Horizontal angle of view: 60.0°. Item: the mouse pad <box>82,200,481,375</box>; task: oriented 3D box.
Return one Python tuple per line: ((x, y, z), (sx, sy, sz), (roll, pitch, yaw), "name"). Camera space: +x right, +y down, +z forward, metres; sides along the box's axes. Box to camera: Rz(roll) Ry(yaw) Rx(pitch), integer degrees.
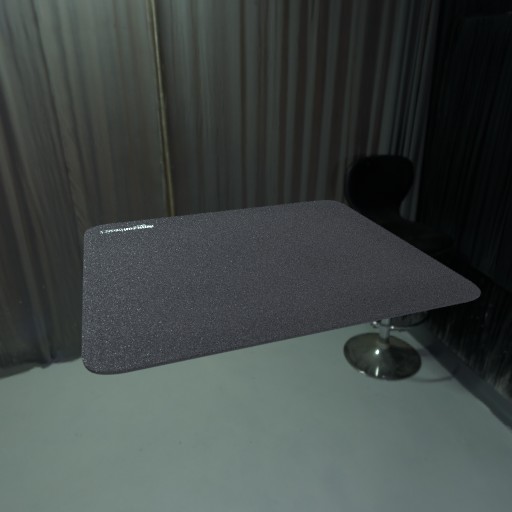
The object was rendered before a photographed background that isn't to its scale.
((0.000, 0.000, 0.428), (0.315, 0.002, 0.269), (-8, 26, -17), "mouse pad")
